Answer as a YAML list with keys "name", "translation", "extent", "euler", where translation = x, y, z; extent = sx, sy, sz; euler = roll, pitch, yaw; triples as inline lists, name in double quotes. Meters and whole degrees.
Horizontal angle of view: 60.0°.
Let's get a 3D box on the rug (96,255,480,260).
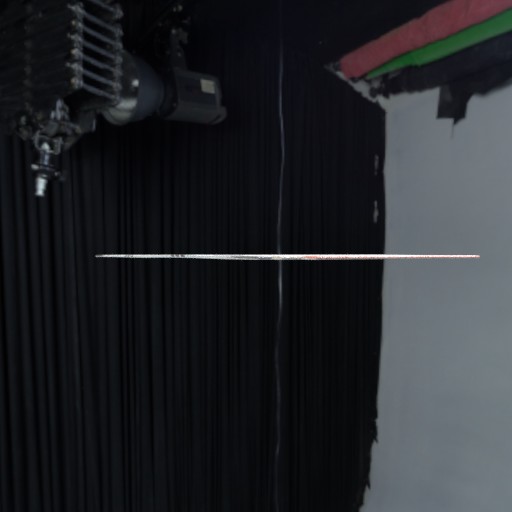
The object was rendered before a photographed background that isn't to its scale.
- name: "rug"
  translation: [0.000, 0.000, 3.000]
  extent: [1.530, 0.017, 2.446]
  euler: [0, 0, -35]
